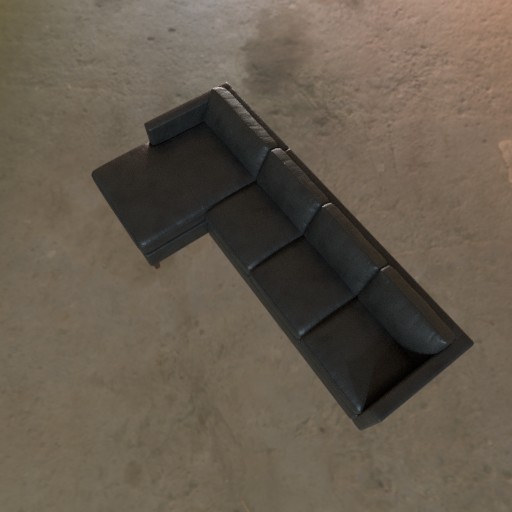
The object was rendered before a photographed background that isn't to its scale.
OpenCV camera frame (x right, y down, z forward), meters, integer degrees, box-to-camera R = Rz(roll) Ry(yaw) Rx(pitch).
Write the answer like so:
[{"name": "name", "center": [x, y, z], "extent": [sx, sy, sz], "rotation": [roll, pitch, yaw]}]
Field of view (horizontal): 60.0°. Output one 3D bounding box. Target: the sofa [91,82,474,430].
[{"name": "sofa", "center": [0.000, 0.000, 3.809], "extent": [1.581, 0.883, 3.203], "rotation": [-33, 68, -15]}]
